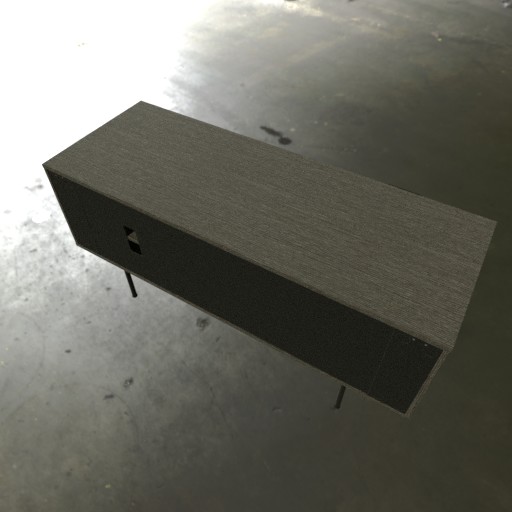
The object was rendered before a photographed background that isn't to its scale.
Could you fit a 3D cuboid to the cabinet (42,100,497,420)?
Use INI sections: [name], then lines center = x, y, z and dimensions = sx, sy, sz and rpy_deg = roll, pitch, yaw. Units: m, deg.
[cabinet]
center = 0.000, 0.000, 1.553
dimensions = 1.300, 0.599, 0.500
rpy_deg = 24, 52, 20
